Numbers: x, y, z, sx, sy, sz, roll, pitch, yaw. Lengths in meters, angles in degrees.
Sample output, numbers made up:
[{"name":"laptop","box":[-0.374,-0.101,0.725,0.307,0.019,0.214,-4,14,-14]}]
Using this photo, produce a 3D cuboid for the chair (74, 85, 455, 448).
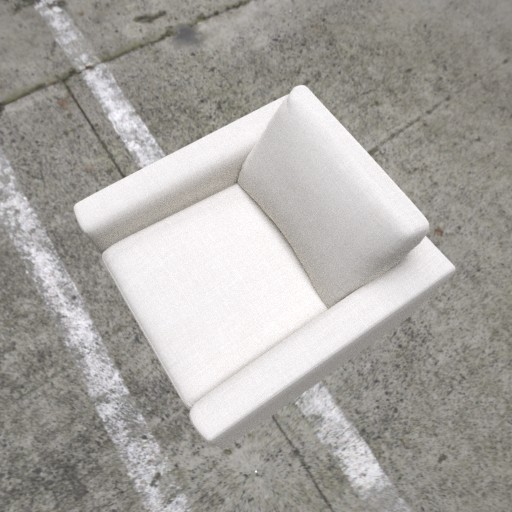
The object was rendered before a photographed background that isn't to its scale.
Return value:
[{"name":"chair","box":[0.000,0.000,1.858,1.100,0.876,1.070,-31,68,-14]}]
